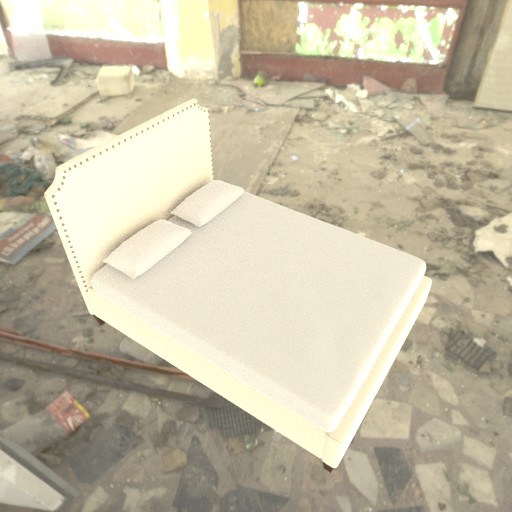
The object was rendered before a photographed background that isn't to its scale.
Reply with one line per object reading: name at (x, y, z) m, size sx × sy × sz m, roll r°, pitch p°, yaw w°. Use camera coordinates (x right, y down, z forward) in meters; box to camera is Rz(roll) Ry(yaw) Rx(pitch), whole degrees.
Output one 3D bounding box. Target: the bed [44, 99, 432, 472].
bed at (0.000, 0.000, 3.421) m, size 2.372 × 1.497 × 1.712 m, roll 24°, pitch 47°, yaw 25°
